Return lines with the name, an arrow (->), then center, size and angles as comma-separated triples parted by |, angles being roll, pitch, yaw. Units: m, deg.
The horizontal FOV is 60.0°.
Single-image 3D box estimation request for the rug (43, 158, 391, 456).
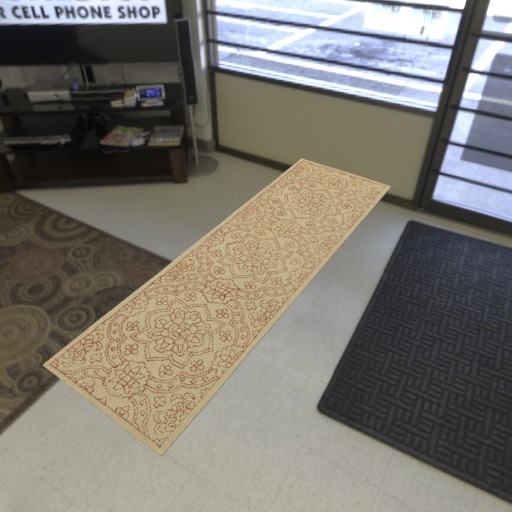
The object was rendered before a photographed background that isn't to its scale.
rug -> 0.000, 0.000, 2.689 | 0.769, 0.012, 2.448 | 24, 46, 25
